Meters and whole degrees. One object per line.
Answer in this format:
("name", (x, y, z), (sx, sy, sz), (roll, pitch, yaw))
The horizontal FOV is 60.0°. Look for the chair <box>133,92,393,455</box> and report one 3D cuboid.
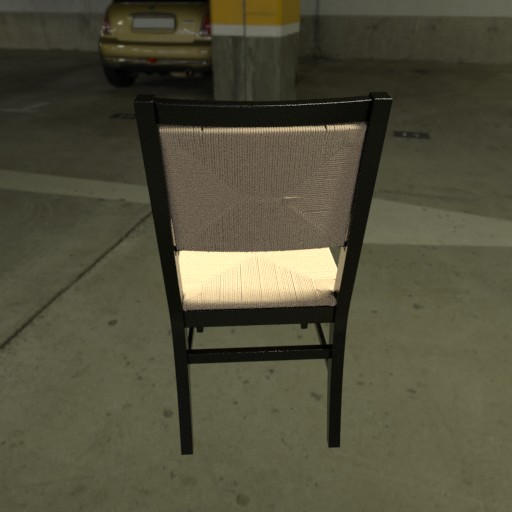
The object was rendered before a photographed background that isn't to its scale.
("chair", (0.000, 0.000, 1.200), (0.437, 0.927, 0.552), (-2, 30, -3))
